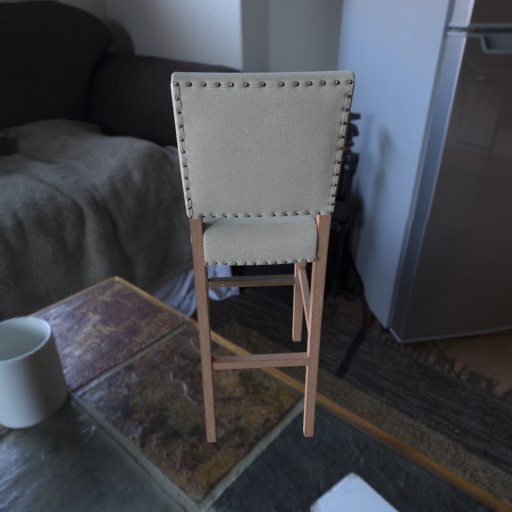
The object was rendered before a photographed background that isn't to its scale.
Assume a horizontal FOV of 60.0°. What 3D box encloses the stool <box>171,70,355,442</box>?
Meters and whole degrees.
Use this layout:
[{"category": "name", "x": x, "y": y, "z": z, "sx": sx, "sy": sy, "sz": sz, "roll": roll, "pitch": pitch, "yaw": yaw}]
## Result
[{"category": "stool", "x": 0.000, "y": 0.000, "z": 1.389, "sx": 0.428, "sy": 1.143, "sz": 0.546, "roll": -2, "pitch": 31, "yaw": -3}]
